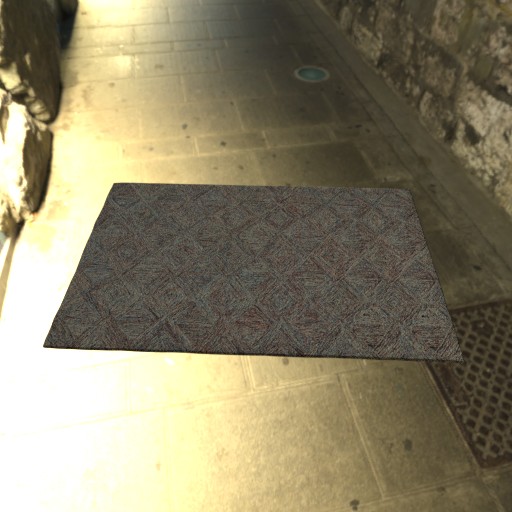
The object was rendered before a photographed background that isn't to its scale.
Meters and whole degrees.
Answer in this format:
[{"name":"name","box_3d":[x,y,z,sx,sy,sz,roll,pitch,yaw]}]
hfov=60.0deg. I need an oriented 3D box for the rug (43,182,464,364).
[{"name":"rug","box_3d":[0.000,0.000,2.225,1.761,0.014,1.143,2,46,2]}]
